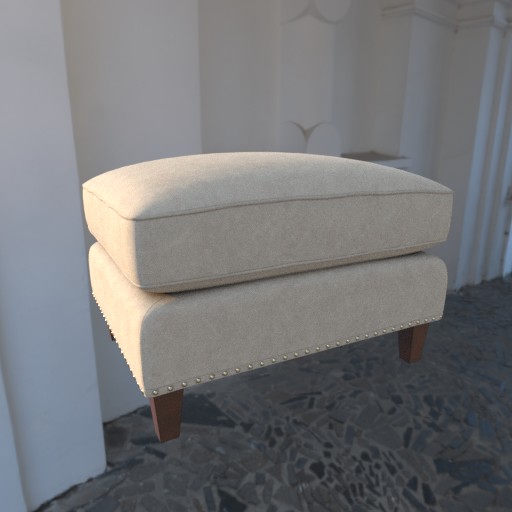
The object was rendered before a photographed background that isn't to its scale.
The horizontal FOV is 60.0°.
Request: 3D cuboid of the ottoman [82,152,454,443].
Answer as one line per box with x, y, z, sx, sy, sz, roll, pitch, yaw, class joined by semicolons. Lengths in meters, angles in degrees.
0.000;0.000;1.126;0.741;0.513;0.584;-8;17;-27;ottoman
